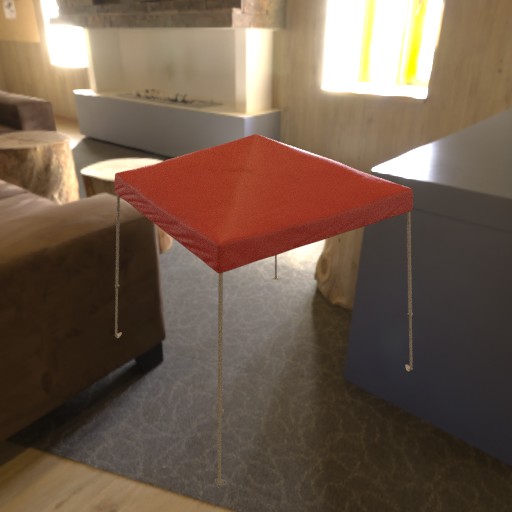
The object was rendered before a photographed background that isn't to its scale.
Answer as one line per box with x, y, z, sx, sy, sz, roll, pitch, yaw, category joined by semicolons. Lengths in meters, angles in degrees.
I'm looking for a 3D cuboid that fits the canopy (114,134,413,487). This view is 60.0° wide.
0.000;0.000;6.655;3.599;3.600;3.600;-18;32;-31;canopy
